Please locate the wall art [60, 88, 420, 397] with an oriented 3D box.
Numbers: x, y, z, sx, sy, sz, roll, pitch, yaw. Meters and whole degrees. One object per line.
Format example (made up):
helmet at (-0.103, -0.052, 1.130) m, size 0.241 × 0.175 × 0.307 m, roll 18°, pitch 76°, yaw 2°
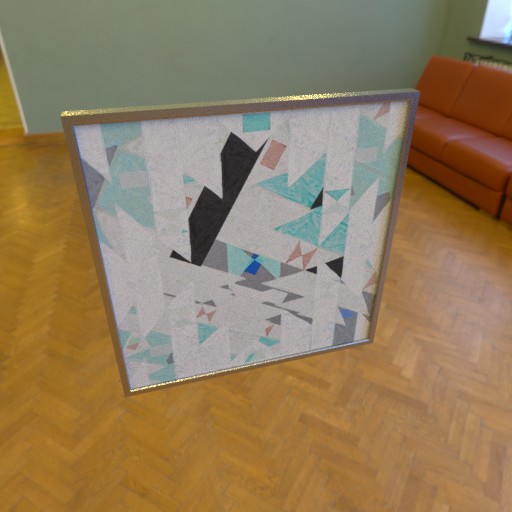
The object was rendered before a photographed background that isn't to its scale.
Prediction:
wall art at (0.000, 0.000, 1.190) m, size 0.806 × 0.806 × 0.038 m, roll -9°, pitch 33°, yaw -14°
